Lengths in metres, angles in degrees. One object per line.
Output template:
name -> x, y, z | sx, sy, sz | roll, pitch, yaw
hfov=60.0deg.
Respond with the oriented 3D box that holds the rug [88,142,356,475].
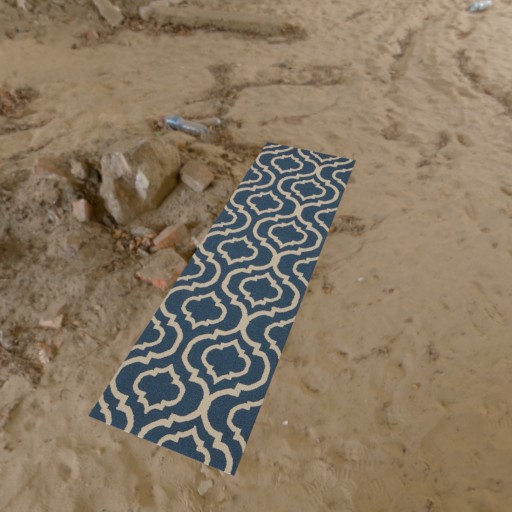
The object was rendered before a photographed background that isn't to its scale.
rug -> 0.000, 0.000, 2.575 | 0.685, 0.006, 2.296 | 15, 49, 14
